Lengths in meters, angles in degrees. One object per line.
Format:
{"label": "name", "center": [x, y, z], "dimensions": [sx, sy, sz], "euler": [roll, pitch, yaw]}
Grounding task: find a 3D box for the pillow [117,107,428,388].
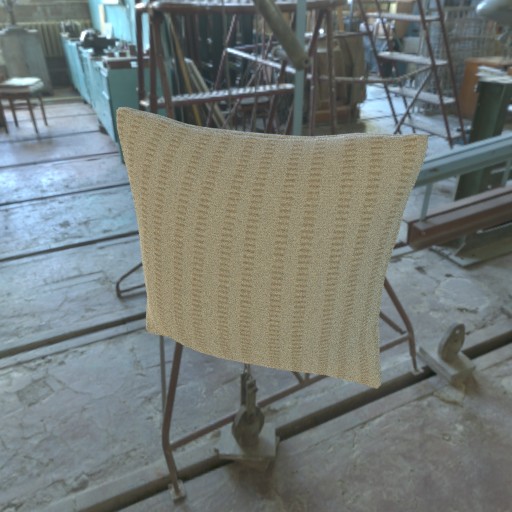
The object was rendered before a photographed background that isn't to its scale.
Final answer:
{"label": "pillow", "center": [0.000, 0.000, 0.689], "dimensions": [0.438, 0.419, 0.247], "euler": [10, 33, 16]}
